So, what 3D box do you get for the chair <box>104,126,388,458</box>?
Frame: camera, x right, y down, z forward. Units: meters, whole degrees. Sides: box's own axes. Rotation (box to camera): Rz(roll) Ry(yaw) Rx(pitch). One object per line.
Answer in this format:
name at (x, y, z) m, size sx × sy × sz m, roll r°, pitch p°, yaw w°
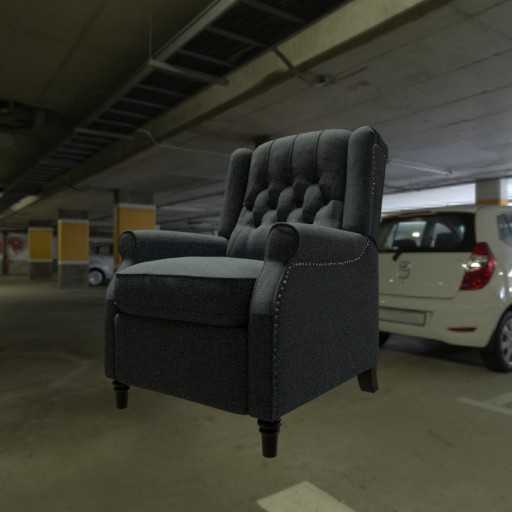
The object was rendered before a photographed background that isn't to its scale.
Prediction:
chair at (0.000, 0.000, 1.610) m, size 0.742 × 1.035 × 0.898 m, roll 0°, pitch 0°, yaw 36°
